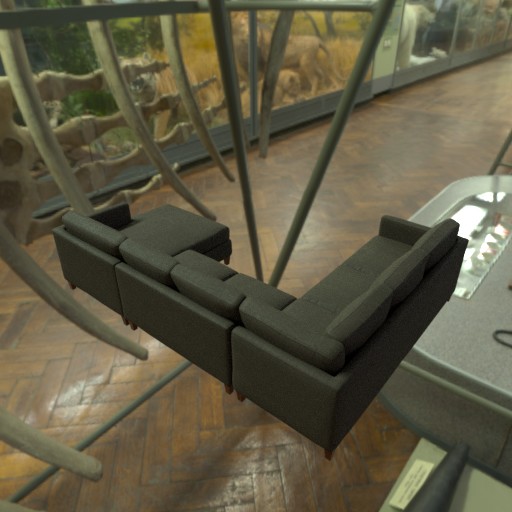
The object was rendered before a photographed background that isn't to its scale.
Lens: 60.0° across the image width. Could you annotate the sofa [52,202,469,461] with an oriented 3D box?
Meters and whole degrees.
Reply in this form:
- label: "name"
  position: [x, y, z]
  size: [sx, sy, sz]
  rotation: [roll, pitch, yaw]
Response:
- label: "sofa"
  position: [0.000, 0.000, 4.637]
  size: [3.460, 0.961, 2.594]
  rotation: [23, 38, 33]
